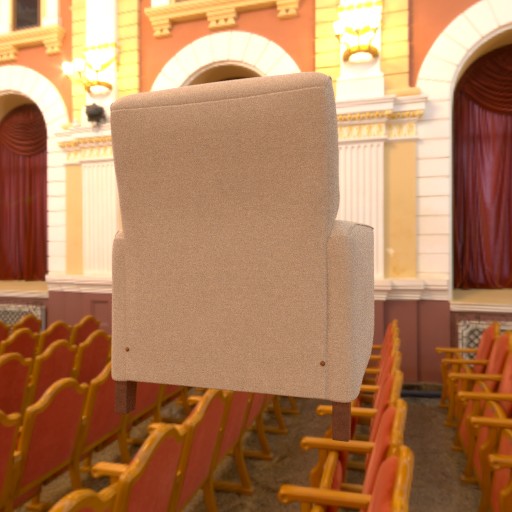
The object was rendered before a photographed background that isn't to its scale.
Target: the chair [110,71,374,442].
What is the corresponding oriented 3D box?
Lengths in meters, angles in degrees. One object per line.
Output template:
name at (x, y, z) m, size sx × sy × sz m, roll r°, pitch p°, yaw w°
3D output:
chair at (0.000, 0.000, 1.650) m, size 0.841 × 1.023 × 0.858 m, roll 0°, pitch 0°, yaw 17°
